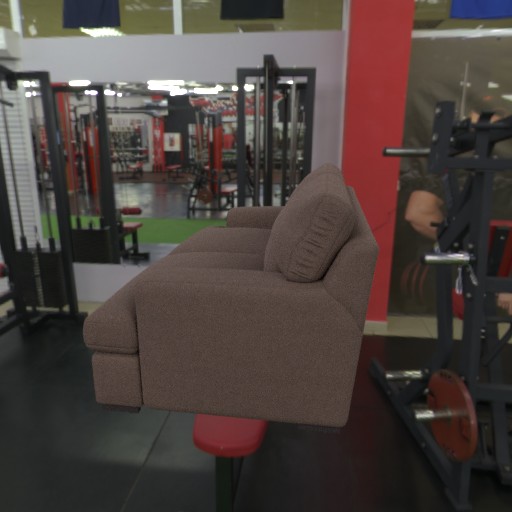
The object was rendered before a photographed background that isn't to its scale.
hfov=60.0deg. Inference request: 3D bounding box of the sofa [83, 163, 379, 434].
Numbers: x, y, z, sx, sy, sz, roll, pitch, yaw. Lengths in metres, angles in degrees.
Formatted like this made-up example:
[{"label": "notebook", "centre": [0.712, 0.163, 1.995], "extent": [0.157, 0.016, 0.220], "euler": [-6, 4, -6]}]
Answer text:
[{"label": "sofa", "centre": [0.000, 0.000, 2.512], "extent": [1.140, 0.950, 1.869], "euler": [2, 16, 9]}]
